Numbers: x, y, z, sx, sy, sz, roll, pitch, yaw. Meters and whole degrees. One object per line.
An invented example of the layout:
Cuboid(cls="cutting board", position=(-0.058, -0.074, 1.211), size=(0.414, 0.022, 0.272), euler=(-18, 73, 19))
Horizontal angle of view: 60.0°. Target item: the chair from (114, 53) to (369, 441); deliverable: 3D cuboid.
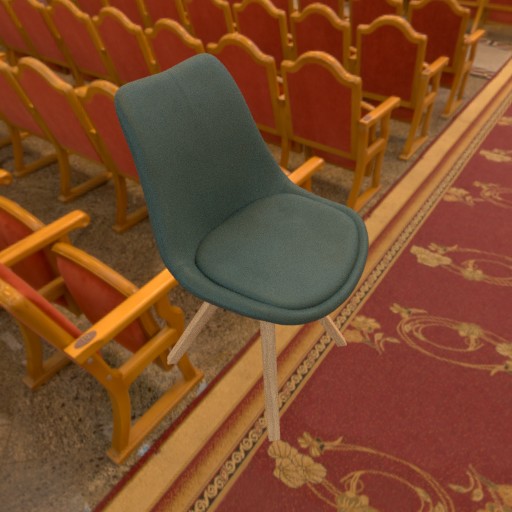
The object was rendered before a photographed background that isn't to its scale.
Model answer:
Cuboid(cls="chair", position=(0.000, 0.000, 1.174), size=(0.547, 0.865, 0.483), euler=(26, 49, 26))
